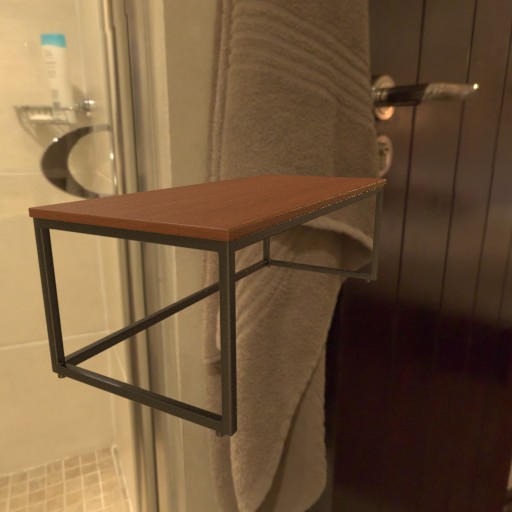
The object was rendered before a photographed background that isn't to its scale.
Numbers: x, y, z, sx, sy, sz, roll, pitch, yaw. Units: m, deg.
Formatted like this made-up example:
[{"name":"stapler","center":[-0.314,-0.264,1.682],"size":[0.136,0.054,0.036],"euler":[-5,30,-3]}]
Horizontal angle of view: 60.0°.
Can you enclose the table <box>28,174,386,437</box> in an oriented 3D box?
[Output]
[{"name":"table","center":[0.000,0.000,1.339],"size":[0.500,0.400,1.100],"euler":[8,16,28]}]
